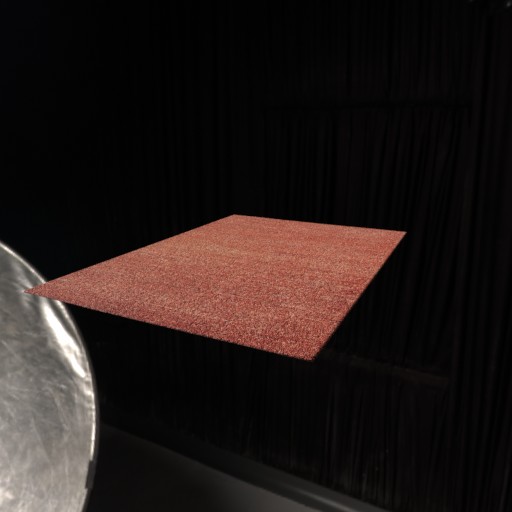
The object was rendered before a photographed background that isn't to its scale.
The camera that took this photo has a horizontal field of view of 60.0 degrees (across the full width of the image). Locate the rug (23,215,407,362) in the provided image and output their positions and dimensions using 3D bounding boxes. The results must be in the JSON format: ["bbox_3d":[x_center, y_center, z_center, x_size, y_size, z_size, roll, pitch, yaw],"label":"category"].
[{"bbox_3d":[0.000,0.000,5.166,2.803,0.025,3.965,8,19,25],"label":"rug"}]
